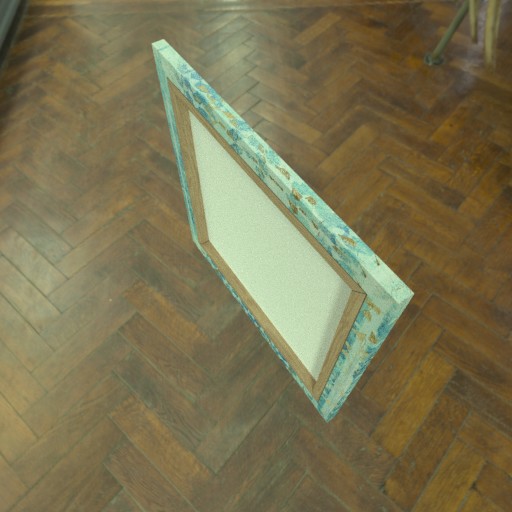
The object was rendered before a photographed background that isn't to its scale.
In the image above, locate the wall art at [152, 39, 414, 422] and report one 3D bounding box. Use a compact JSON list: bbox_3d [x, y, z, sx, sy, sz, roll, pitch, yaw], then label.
[{"bbox_3d":[0.000,0.000,1.348,0.040,0.916,0.916,-30,62,-18],"label":"wall art"}]
